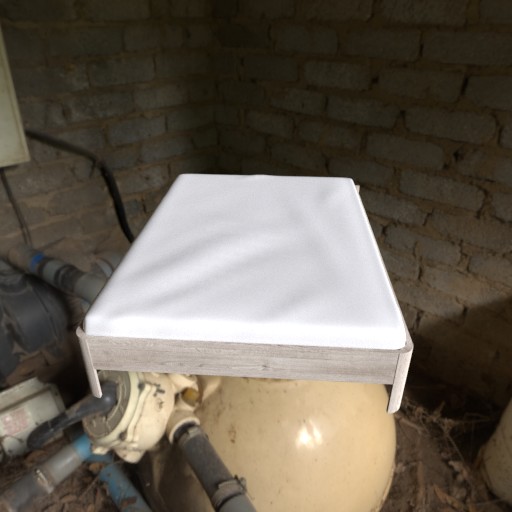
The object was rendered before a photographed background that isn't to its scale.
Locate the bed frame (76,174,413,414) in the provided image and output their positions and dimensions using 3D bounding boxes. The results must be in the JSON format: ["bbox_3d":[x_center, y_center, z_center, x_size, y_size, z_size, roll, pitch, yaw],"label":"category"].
[{"bbox_3d":[0.000,0.000,2.743,1.490,0.462,1.950,2,29,3],"label":"bed frame"}]
